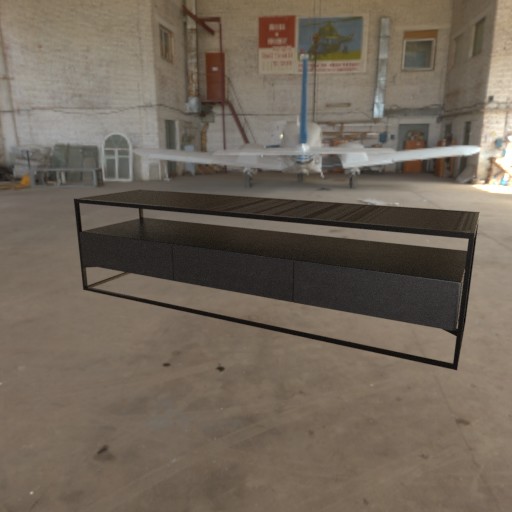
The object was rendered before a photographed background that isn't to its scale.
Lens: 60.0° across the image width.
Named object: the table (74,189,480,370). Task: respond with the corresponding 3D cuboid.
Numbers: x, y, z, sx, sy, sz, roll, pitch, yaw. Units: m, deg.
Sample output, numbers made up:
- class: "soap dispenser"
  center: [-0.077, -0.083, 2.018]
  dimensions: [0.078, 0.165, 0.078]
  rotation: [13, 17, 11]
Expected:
- class: "table"
  center: [0.000, 0.000, 1.701]
  dimensions: [1.486, 0.395, 0.399]
  rotation: [8, 17, 27]
